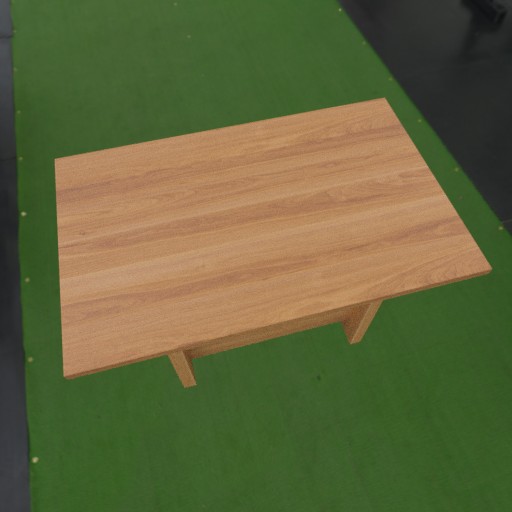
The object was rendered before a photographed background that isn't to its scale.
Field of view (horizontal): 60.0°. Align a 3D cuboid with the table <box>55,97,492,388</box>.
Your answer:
[{"bbox_3d":[0.000,0.000,1.483,1.100,0.510,0.700,-13,59,-8],"label":"table"}]
